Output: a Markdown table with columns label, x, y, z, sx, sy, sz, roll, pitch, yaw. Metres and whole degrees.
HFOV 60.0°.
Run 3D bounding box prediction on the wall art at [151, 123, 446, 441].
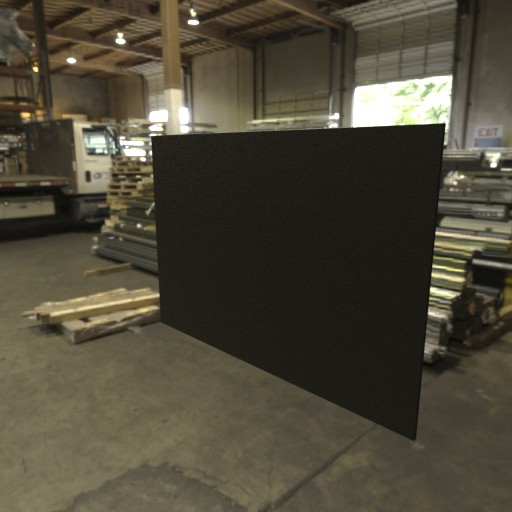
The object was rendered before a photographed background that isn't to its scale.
| label | x | y | z | sx | sy | sz | roll | pitch | yaw |
| --- | --- | --- | --- | --- | --- | --- | --- | --- | --- |
| wall art | 0.000 | 0.000 | 1.494 | 1.192 | 0.811 | 0.013 | 13 | 18 | 43 |
